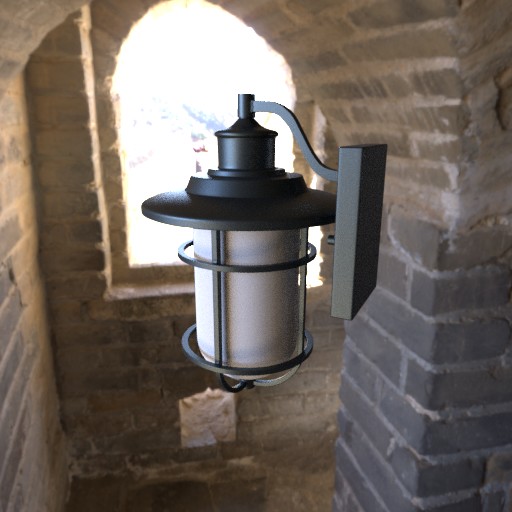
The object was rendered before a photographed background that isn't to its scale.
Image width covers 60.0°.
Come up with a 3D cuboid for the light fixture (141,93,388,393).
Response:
[{"bbox_3d":[0.000,0.000,0.499,0.252,0.345,0.222,8,18,26],"label":"light fixture"}]
